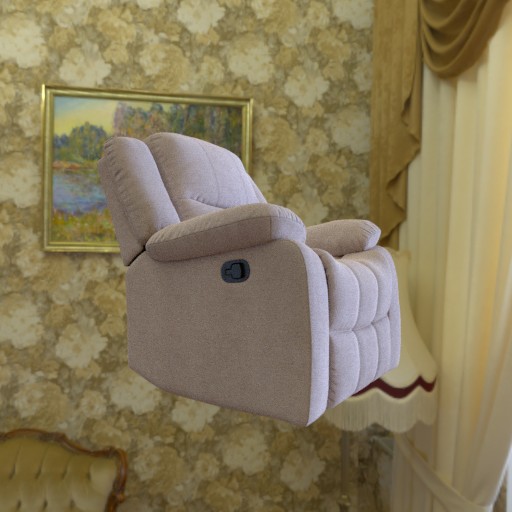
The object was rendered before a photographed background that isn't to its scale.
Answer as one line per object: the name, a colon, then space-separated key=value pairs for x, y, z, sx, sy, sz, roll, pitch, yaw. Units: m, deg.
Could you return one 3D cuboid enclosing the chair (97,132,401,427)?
chair: x=0.000 y=0.000 z=1.746 sx=0.944 sy=1.008 sz=0.899 roll=0 pitch=0 yaw=35
